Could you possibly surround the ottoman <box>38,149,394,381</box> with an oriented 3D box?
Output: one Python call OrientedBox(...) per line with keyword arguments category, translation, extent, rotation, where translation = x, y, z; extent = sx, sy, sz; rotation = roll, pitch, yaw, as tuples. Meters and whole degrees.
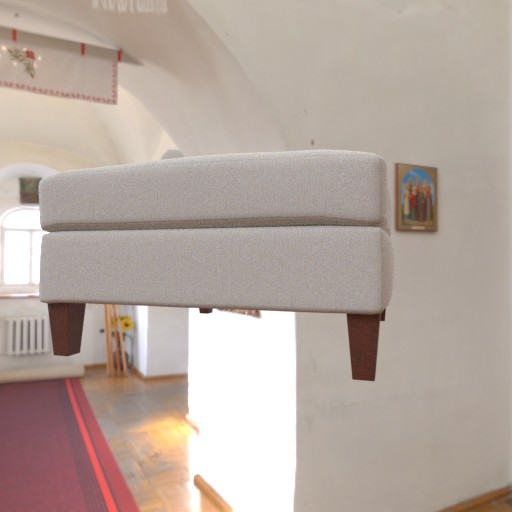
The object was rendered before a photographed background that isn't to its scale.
OrientedBox(category="ottoman", translation=(0.000, 0.000, 1.407), extent=(0.836, 0.492, 0.976), rotation=(0, 0, 17))
